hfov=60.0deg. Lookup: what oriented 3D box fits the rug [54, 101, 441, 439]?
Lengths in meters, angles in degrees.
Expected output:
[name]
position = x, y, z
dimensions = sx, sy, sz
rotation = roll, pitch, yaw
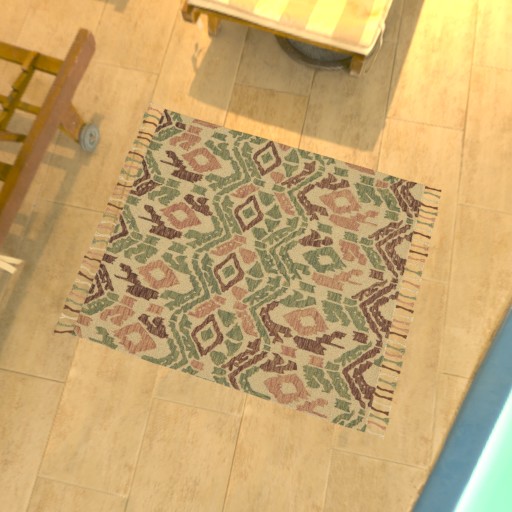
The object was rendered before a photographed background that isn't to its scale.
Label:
[rug]
position = 0.000, 0.000, 4.124
dimensions = 3.048, 0.010, 2.438
rotation = 17, 77, 4
